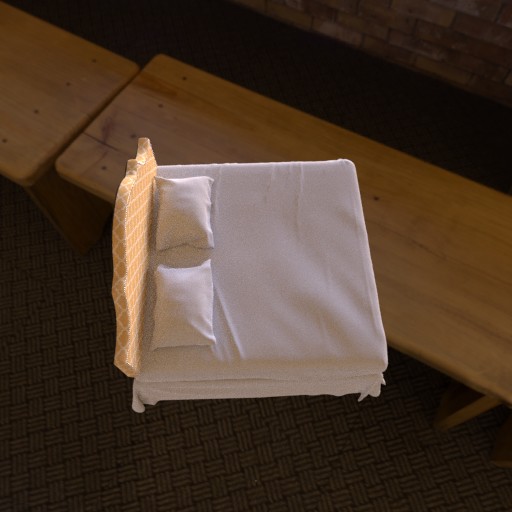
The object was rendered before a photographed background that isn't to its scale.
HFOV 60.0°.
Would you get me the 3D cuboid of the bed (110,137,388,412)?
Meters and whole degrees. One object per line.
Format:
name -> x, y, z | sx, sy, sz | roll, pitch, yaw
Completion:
bed -> 0.000, 0.000, 3.794 | 2.222, 1.601, 2.314 | -2, 63, -1
